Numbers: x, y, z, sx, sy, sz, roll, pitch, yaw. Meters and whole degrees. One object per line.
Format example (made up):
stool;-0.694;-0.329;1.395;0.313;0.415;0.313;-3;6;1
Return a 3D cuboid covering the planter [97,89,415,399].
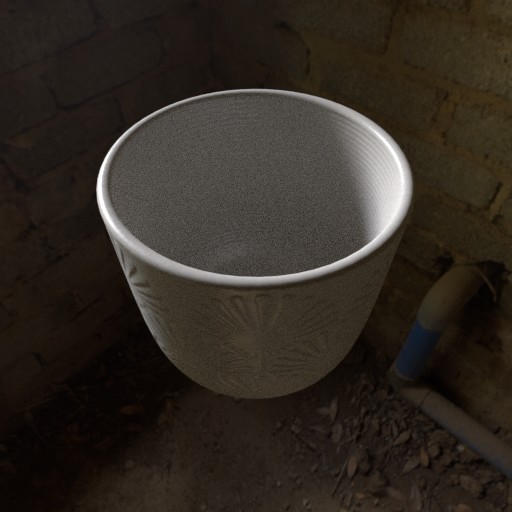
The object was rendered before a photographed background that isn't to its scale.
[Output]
planter;0.000;0.000;0.216;0.124;0.109;0.124;0;48;0
